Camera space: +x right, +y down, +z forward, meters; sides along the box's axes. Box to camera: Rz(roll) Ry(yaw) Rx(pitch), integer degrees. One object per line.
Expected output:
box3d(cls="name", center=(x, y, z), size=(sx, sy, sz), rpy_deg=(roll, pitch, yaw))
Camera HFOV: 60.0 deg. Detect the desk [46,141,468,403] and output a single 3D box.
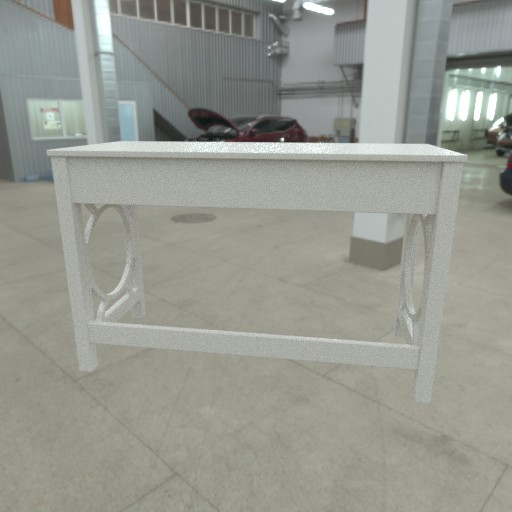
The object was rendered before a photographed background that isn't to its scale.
box3d(cls="desk", center=(0.000, 0.000, 1.587), size=(1.191, 0.762, 0.504), rpy_deg=(3, 18, 9))
